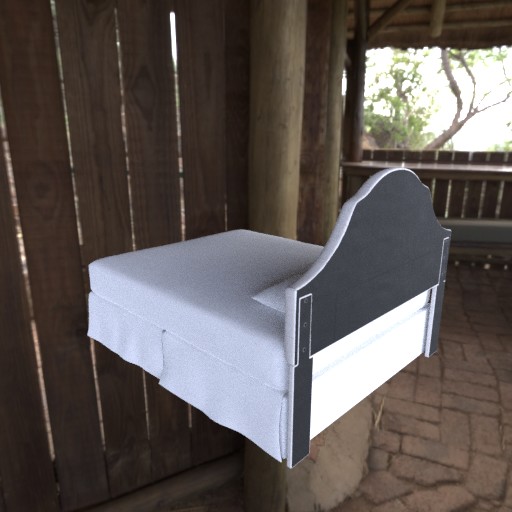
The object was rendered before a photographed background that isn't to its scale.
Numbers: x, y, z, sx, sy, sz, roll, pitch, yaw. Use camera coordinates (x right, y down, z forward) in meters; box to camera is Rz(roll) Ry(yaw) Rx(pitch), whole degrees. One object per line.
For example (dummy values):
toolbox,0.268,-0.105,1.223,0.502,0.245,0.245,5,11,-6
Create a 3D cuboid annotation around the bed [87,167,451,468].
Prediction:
bed,0.000,0.000,3.784,2.477,1.617,2.039,15,22,42
